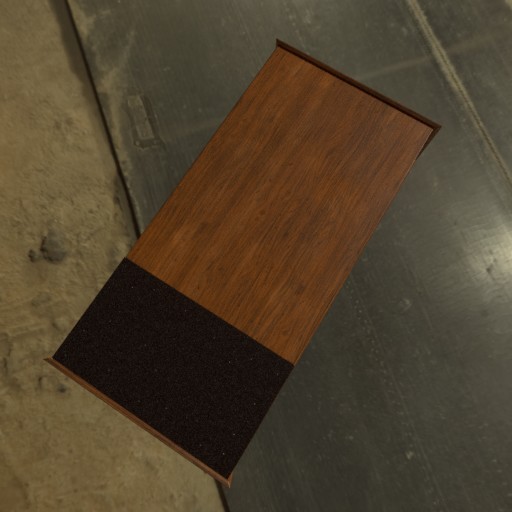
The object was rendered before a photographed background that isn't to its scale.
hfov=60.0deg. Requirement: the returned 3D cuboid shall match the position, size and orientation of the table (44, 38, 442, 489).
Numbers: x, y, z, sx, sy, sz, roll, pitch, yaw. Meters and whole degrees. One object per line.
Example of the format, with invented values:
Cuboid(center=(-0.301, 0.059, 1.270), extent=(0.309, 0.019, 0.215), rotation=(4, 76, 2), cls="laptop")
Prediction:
Cuboid(center=(0.000, 0.000, 1.545), extent=(0.610, 0.508, 1.221), rotation=(31, 78, 7), cls="table")
